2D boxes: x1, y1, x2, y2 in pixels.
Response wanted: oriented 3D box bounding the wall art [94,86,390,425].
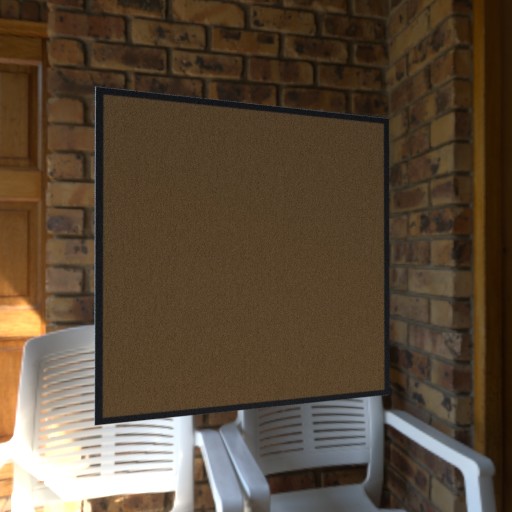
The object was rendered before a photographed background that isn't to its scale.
[{"bbox_3d":[0.000,0.000,1.179,0.805,0.803,0.022,0,0,-17],"label":"wall art"}]
